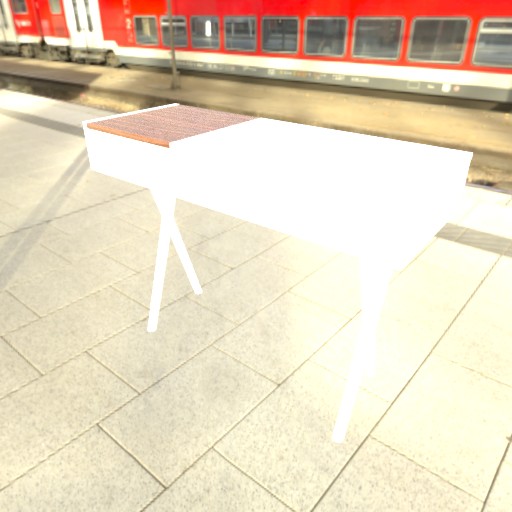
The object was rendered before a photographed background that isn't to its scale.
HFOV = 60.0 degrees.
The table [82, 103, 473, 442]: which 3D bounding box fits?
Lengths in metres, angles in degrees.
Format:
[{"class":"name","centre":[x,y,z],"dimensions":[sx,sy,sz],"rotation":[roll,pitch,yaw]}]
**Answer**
[{"class":"table","centre":[0.000,0.000,1.444],"dimensions":[1.066,0.785,0.418],"rotation":[21,35,33]}]
